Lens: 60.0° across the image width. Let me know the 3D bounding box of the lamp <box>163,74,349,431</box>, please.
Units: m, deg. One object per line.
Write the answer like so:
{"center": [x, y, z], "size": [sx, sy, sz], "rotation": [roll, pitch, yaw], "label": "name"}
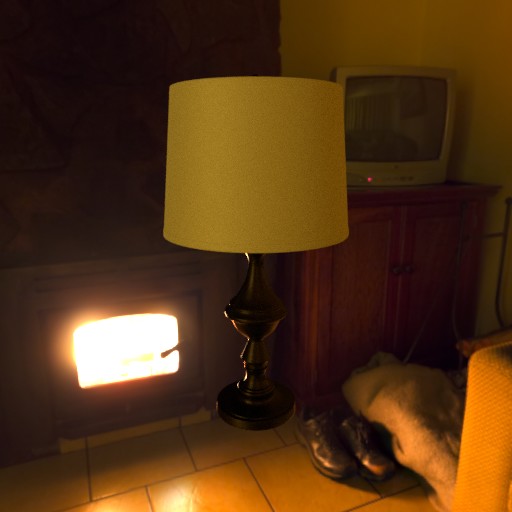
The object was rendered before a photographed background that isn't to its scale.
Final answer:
{"center": [0.000, 0.000, 0.948], "size": [0.383, 0.726, 0.383], "rotation": [0, 14, 0], "label": "lamp"}
